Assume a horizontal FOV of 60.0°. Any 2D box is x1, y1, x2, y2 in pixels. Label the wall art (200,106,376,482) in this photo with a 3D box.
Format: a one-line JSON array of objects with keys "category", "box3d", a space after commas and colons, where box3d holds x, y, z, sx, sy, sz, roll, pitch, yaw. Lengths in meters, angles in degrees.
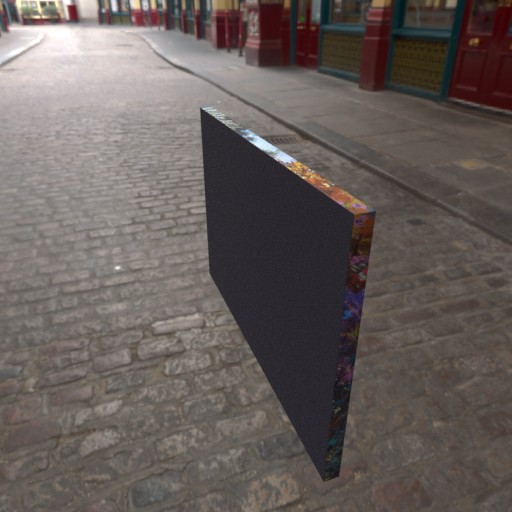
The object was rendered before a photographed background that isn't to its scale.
[{"category": "wall art", "box3d": [0.000, 0.000, 1.160, 0.037, 0.604, 0.908, -10, 30, -18]}]
